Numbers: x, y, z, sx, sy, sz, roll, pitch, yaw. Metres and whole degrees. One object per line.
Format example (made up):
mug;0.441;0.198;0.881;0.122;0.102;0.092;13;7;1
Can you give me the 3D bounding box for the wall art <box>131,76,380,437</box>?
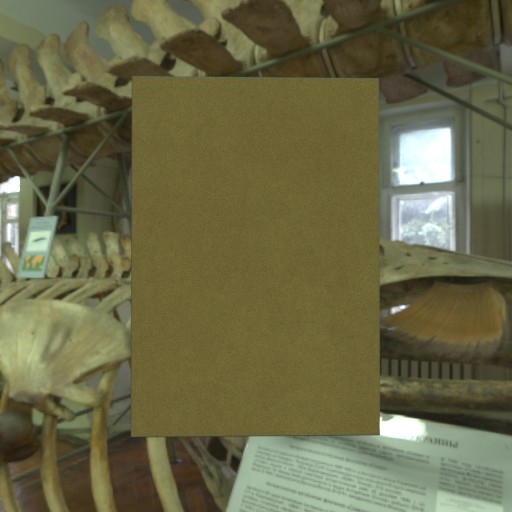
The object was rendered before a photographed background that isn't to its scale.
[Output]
wall art;0.000;0.000;0.570;0.314;0.455;0.019;0;-1;-1
